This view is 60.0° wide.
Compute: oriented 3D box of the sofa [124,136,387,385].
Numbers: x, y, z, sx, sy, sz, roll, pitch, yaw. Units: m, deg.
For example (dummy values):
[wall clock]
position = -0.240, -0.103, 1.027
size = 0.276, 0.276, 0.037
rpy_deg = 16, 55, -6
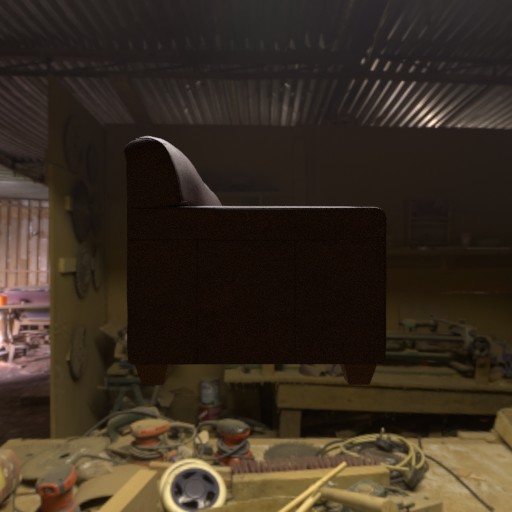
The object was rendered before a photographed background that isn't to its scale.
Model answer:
[sofa]
position = 0.000, 0.000, 2.605
size = 1.008, 0.953, 2.039
rpy_deg = 0, 0, 0
